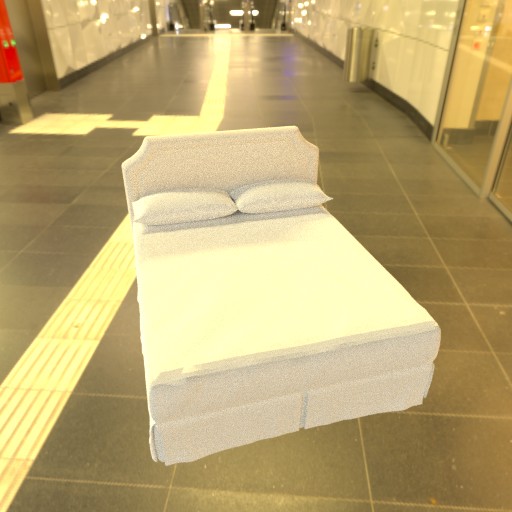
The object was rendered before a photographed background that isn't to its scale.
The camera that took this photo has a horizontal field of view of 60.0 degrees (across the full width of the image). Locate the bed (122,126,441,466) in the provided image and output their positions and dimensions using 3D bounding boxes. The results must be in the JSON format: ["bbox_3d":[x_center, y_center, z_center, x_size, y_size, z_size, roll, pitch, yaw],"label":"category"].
[{"bbox_3d":[0.000,0.000,3.825,2.134,1.524,2.548,-8,32,-13],"label":"bed"}]
